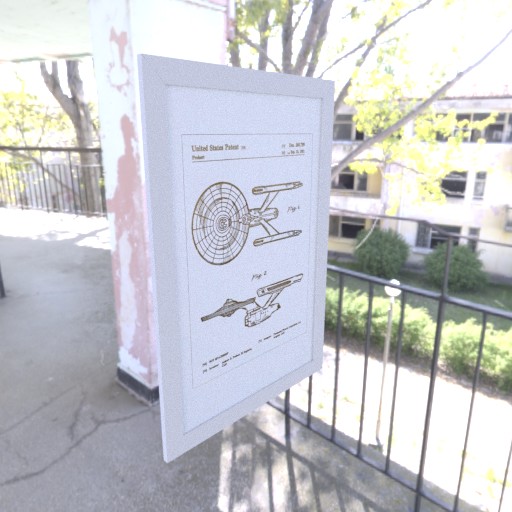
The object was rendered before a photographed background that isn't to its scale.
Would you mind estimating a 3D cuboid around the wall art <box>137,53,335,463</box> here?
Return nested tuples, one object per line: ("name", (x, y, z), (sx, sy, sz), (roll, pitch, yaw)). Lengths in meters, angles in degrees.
("wall art", (0.000, 0.000, 0.845), (0.011, 0.659, 0.454), (15, 21, 42))
